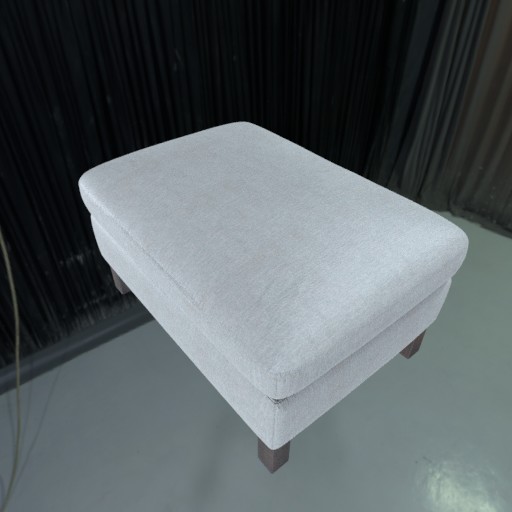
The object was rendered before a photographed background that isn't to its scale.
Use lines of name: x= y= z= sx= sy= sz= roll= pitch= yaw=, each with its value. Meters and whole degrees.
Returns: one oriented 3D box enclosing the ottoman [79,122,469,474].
ottoman: x=0.000 y=0.000 z=1.025 sx=0.528 sy=0.404 sz=0.735 roll=-27 pitch=46 yaw=-29
